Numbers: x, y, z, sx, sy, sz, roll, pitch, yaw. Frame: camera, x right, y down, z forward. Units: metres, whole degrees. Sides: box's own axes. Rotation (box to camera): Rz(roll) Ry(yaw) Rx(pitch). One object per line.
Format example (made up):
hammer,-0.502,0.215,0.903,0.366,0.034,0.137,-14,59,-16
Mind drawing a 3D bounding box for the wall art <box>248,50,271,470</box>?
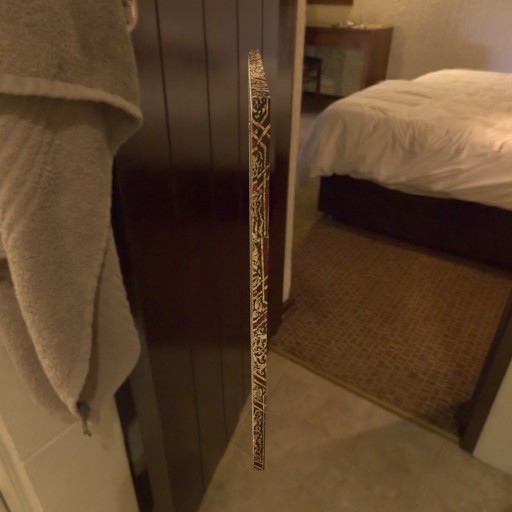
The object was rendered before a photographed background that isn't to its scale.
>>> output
wall art,0.000,0.000,0.757,0.020,0.599,0.397,-1,31,-1
